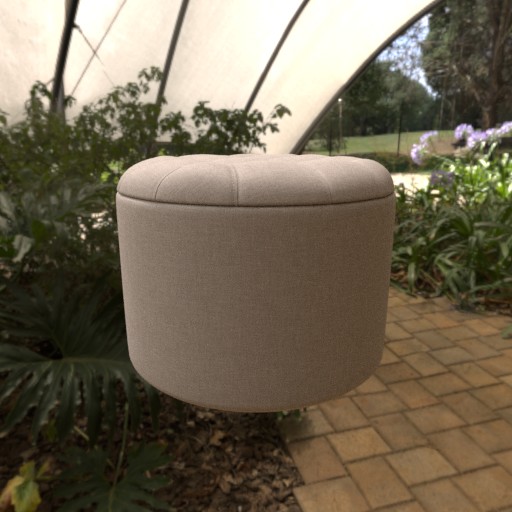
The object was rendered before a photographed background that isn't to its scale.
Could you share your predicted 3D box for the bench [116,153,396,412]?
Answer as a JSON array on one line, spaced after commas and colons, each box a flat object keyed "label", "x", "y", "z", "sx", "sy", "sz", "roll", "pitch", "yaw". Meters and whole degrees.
[{"label": "bench", "x": 0.000, "y": 0.000, "z": 1.027, "sx": 0.600, "sy": 0.453, "sz": 0.600, "roll": 0, "pitch": 15, "yaw": 0}]
